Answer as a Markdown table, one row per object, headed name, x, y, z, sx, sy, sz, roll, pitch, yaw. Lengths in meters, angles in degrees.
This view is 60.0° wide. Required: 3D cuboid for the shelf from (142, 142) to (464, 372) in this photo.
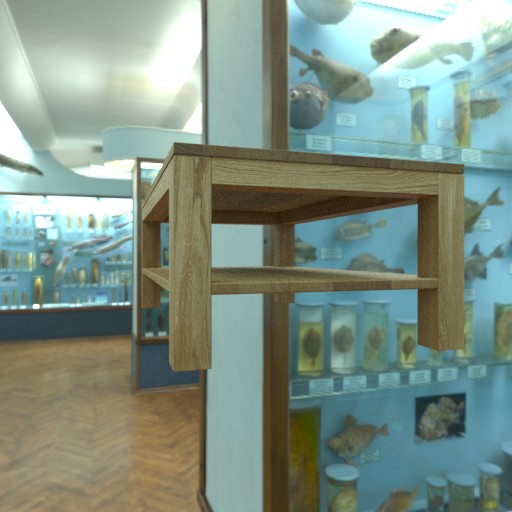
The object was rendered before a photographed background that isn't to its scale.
| name | x | y | z | sx | sy | sz | roll | pitch | yaw |
| --- | --- | --- | --- | --- | --- | --- | --- | --- | --- |
| shelf | 0.000 | 0.000 | 1.520 | 0.700 | 0.450 | 1.150 | 0 | 0 | -18 |
